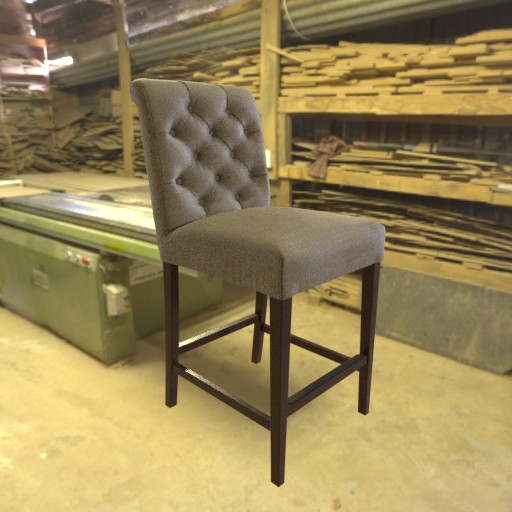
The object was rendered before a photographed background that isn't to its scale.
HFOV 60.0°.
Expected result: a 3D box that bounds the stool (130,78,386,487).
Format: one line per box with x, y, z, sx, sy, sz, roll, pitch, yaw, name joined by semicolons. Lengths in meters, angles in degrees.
0.000;0.000;1.421;0.660;1.084;0.486;15;21;42;stool
